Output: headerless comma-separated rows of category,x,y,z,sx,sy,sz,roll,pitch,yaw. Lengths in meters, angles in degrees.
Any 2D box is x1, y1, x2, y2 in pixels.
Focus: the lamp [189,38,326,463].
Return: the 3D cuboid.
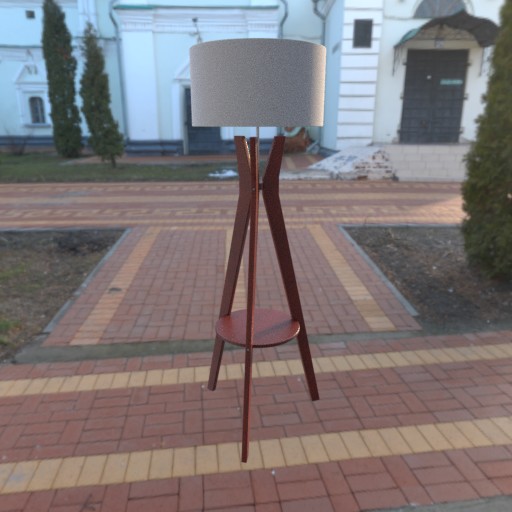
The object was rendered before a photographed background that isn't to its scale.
lamp,0.000,0.000,1.720,0.539,1.472,0.542,3,17,9
